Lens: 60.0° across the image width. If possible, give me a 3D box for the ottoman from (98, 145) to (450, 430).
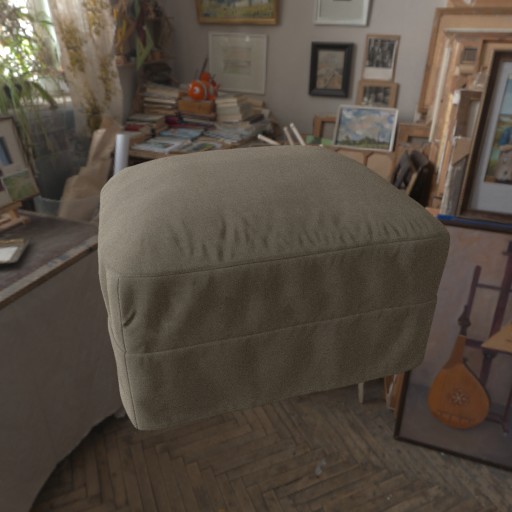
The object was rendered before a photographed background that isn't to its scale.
[{"bbox_3d":[0.000,0.000,1.085,0.712,0.480,0.584,-8,29,-15],"label":"ottoman"}]
